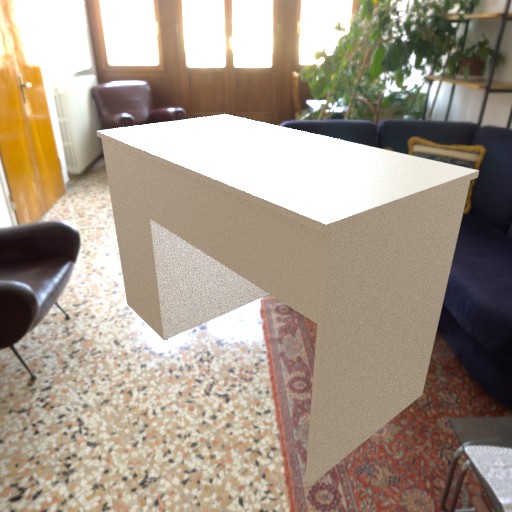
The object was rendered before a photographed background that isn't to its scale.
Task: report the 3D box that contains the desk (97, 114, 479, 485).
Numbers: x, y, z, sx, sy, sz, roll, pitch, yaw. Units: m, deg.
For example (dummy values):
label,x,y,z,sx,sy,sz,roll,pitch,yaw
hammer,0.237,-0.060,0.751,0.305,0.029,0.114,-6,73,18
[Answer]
label,x,y,z,sx,sy,sz,roll,pitch,yaw
desk,0.000,0.000,1.505,0.560,0.735,1.097,-20,33,-34
